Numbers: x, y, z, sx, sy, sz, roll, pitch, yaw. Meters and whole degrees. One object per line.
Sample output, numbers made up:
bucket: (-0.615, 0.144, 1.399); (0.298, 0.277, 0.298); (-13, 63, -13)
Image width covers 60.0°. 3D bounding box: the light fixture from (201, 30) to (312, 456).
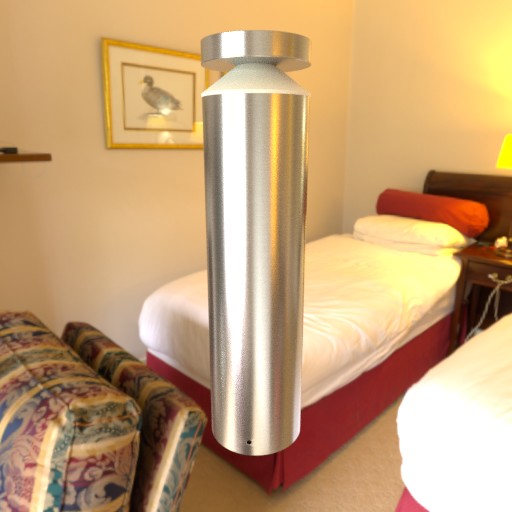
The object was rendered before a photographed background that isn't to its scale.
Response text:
light fixture: (0.000, 0.000, 0.453); (0.102, 0.400, 0.102); (2, 15, 8)
